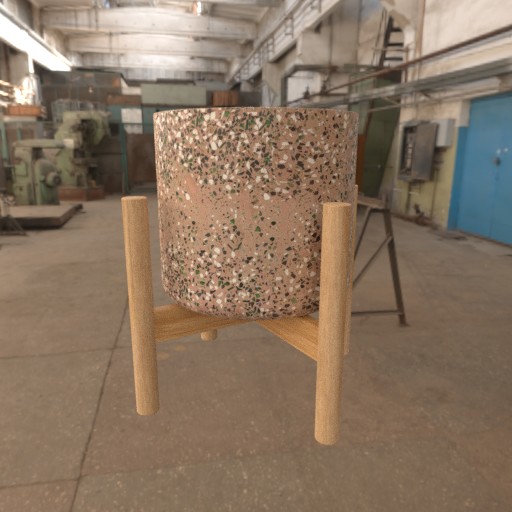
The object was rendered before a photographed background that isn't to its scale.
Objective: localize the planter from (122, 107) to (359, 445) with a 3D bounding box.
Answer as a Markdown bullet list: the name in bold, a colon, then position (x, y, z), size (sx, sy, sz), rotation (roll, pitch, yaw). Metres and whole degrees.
- **planter**: position (0.000, 0.000, 0.529), size (0.284, 0.320, 0.284), rotation (-2, 14, -8)
